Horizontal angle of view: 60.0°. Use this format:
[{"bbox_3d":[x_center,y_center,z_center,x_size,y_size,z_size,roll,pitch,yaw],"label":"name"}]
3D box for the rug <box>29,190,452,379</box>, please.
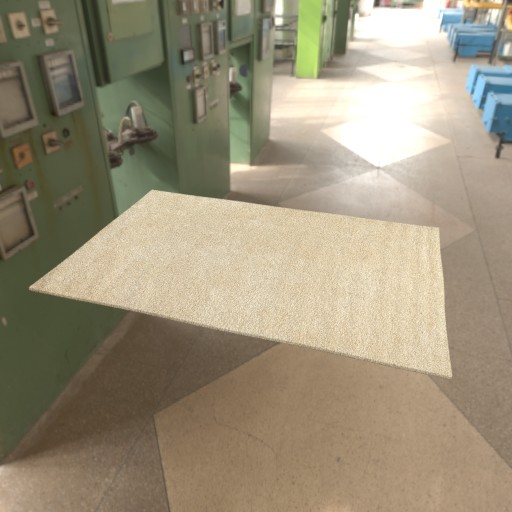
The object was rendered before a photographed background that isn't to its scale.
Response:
[{"bbox_3d":[0.000,0.000,2.935,2.346,0.025,1.500,9,33,14],"label":"rug"}]
